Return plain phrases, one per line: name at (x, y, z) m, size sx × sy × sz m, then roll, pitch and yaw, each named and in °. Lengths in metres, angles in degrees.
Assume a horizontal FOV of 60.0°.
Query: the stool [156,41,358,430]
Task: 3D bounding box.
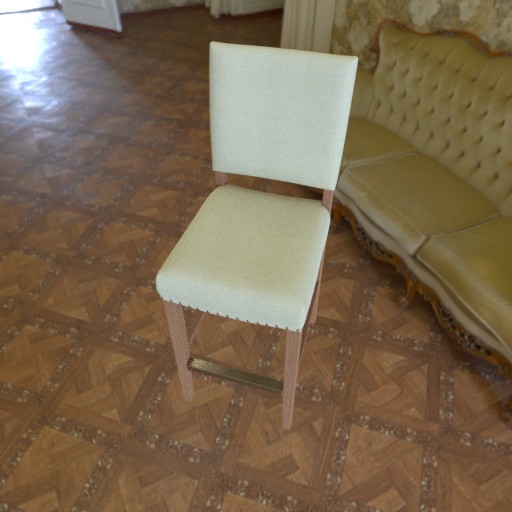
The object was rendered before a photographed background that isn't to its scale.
stool at (0.000, 0.000, 1.491) m, size 0.445 × 1.168 × 0.584 m, roll 12°, pitch 45°, yaw 12°
